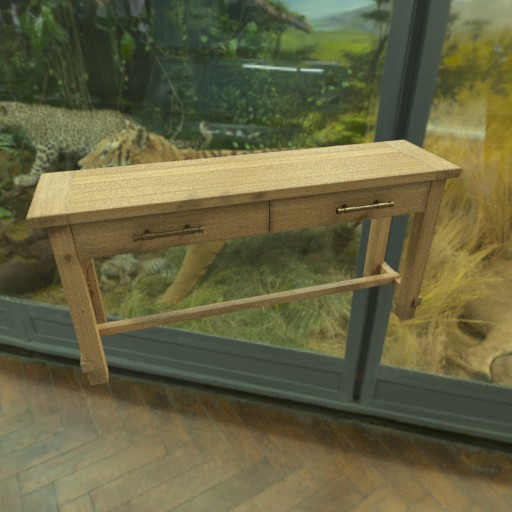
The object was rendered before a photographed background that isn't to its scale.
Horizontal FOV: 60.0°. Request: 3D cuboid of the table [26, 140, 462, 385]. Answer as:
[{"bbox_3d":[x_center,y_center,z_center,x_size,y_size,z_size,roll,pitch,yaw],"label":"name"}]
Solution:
[{"bbox_3d":[0.000,0.000,1.915,1.599,0.762,0.442,-9,32,-14],"label":"table"}]
